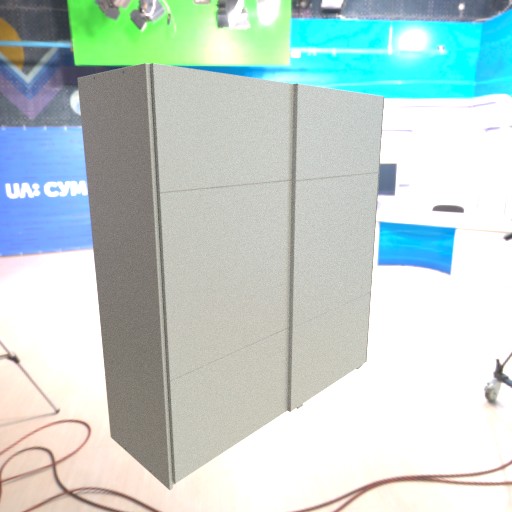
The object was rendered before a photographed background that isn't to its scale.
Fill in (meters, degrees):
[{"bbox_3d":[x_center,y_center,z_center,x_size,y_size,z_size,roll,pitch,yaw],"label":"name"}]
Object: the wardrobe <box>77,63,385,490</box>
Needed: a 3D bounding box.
[{"bbox_3d":[0.000,0.000,2.742,0.629,1.960,1.780,13,19,42],"label":"wardrobe"}]
